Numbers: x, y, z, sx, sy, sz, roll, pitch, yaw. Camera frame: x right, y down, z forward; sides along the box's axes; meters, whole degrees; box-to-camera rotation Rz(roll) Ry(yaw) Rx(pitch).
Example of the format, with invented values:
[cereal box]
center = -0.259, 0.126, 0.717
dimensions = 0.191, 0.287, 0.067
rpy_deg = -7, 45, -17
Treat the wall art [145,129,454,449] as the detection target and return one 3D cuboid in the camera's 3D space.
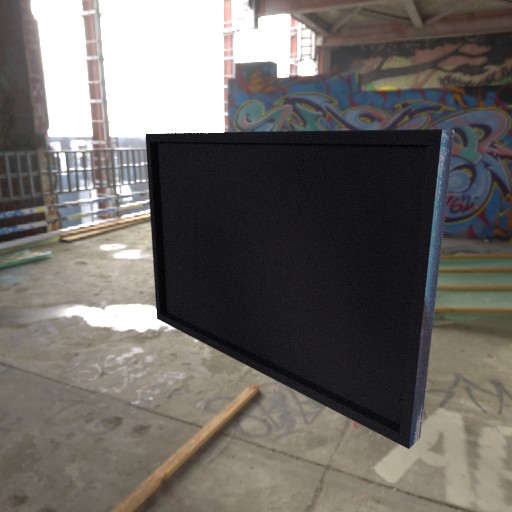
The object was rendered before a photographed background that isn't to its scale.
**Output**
[wall art]
center = 0.000, 0.000, 0.752
dimensions = 0.033, 0.406, 0.609
rpy_deg = -14, 21, -43
